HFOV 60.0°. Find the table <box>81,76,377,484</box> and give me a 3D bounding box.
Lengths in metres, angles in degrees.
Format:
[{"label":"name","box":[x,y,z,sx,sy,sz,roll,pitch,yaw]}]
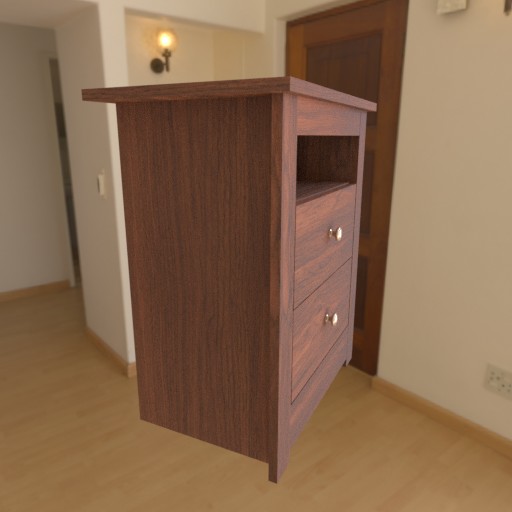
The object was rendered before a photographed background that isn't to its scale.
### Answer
[{"label":"table","box":[0.000,0.000,1.053,0.406,0.711,0.589,7,17,25]}]
